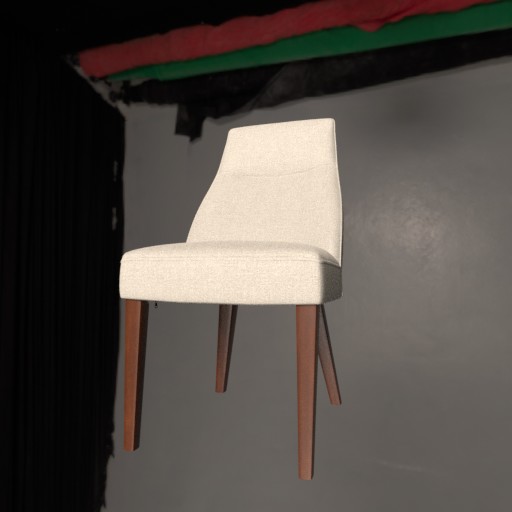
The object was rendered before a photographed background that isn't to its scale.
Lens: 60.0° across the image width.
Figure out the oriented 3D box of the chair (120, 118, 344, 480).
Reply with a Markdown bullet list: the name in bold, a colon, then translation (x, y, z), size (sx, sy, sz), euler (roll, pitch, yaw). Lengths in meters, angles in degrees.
- **chair**: translation (0.000, 0.000, 1.275), size (0.500, 0.930, 0.620), euler (0, -1, 19)
